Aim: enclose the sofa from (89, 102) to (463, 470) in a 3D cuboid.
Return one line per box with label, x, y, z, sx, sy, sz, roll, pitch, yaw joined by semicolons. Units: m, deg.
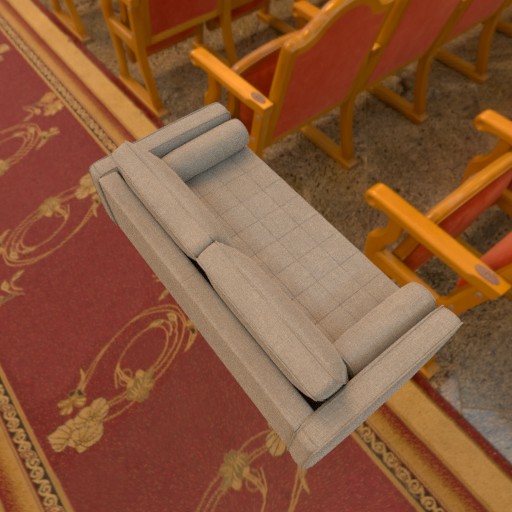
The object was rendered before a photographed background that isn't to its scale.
sofa;0.000;0.000;2.337;0.914;0.762;1.879;-34;64;-19
